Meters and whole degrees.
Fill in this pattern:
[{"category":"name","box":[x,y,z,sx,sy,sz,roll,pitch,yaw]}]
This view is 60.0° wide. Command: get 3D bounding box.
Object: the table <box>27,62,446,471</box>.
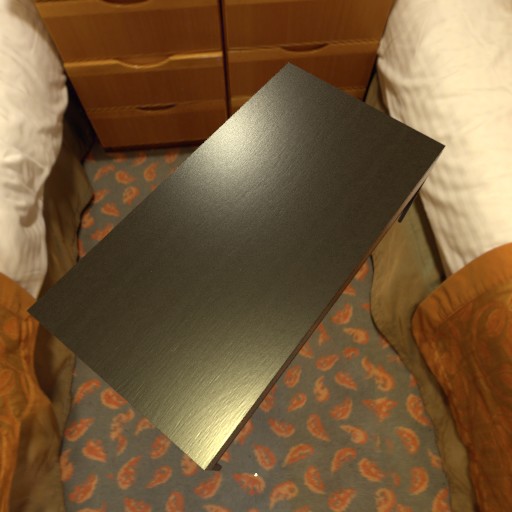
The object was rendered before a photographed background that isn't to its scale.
[{"category":"table","box":[0.000,0.000,1.393,0.574,0.435,1.095,35,69,16]}]
